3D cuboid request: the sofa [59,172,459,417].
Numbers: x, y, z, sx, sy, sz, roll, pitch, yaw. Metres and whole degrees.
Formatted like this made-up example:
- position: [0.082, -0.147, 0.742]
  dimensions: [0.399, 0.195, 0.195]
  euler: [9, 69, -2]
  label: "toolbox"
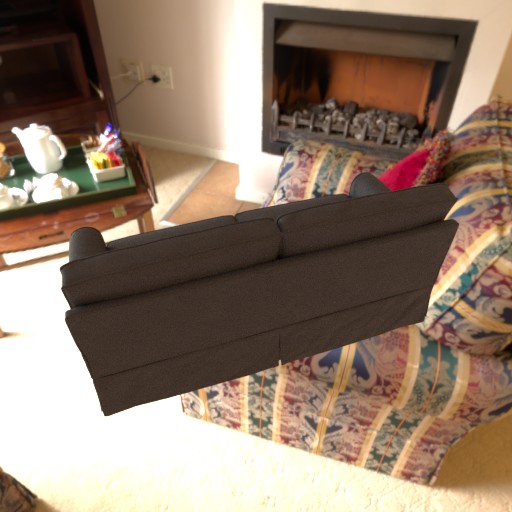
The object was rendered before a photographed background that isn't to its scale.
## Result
- position: [0.000, 0.000, 2.854]
  dimensions: [2.256, 1.094, 0.983]
  euler: [-13, 43, -14]
  label: "sofa"
